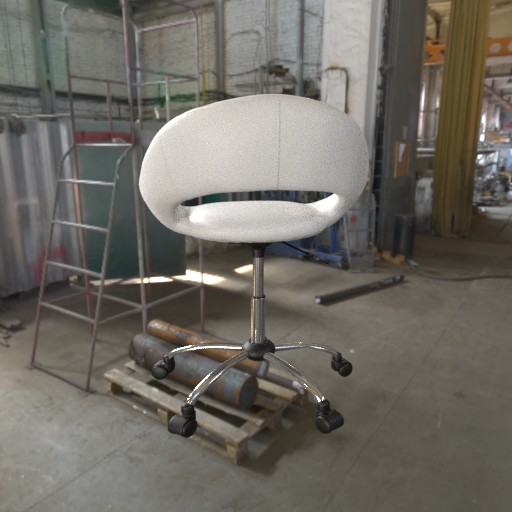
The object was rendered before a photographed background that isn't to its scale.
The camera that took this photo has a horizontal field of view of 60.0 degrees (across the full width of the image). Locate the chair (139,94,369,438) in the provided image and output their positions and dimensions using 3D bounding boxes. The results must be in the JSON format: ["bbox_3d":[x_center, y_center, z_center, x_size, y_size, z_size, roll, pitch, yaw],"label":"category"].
[{"bbox_3d":[0.000,0.000,1.215,0.612,0.791,0.538,-3,14,-11],"label":"chair"}]
